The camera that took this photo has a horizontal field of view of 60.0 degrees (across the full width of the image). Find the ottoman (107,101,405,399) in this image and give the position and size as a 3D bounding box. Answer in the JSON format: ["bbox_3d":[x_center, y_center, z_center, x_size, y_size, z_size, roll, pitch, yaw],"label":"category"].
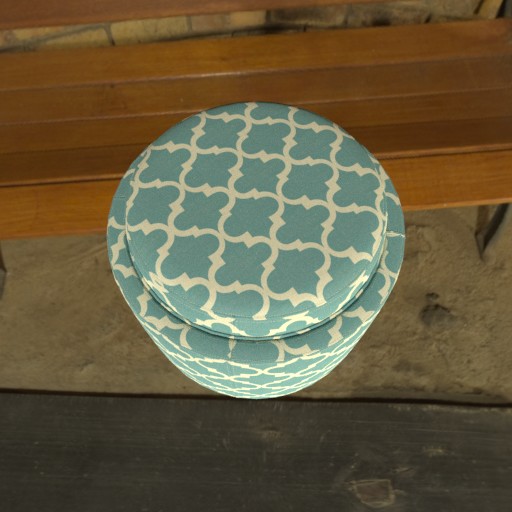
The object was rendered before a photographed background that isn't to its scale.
[{"bbox_3d":[0.000,0.000,0.834,0.480,0.429,0.480,0,63,0],"label":"ottoman"}]
